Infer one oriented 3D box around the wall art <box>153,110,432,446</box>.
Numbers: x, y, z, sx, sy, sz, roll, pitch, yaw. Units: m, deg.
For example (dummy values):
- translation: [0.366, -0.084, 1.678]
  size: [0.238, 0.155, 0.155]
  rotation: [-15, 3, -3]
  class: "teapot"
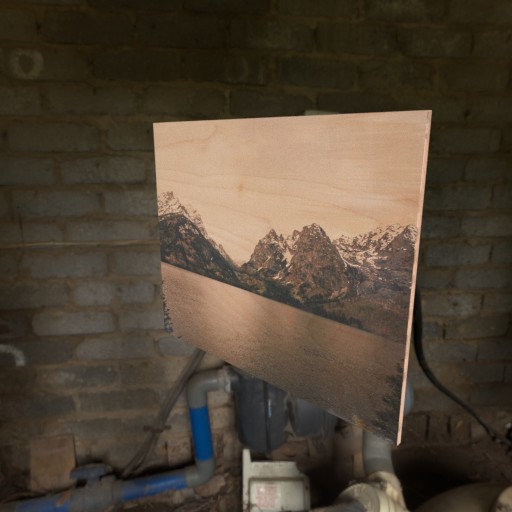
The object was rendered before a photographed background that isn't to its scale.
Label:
- translation: [0.000, 0.000, 0.688]
  size: [0.508, 0.408, 0.010]
  rotation: [14, 20, 42]
  class: "wall art"
